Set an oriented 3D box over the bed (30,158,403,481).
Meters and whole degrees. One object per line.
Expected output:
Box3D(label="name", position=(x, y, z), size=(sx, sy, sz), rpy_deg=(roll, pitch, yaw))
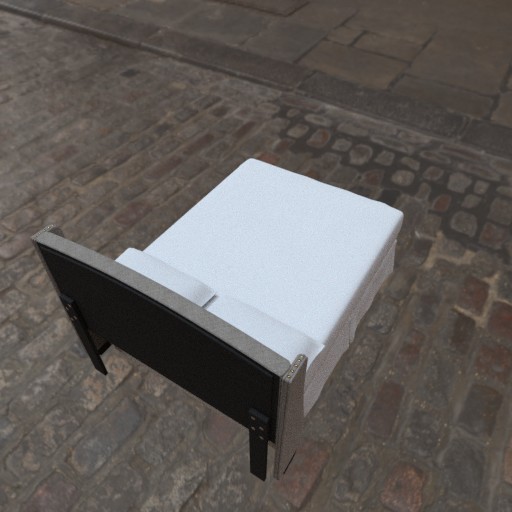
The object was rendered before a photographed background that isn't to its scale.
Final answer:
Box3D(label="bed", position=(0.000, 0.000, 3.307), size=(1.710, 1.407, 2.237), rpy_deg=(24, 50, 22))
